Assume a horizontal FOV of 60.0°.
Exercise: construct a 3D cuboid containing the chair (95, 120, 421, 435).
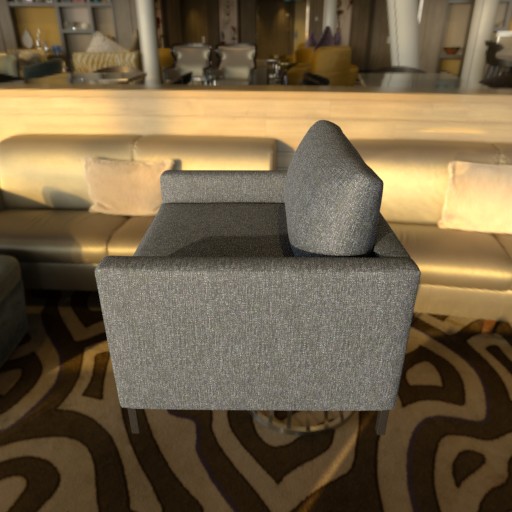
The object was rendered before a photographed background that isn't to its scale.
[{"bbox_3d":[0.000,0.000,1.633,0.866,0.861,0.963,0,27,0],"label":"chair"}]
